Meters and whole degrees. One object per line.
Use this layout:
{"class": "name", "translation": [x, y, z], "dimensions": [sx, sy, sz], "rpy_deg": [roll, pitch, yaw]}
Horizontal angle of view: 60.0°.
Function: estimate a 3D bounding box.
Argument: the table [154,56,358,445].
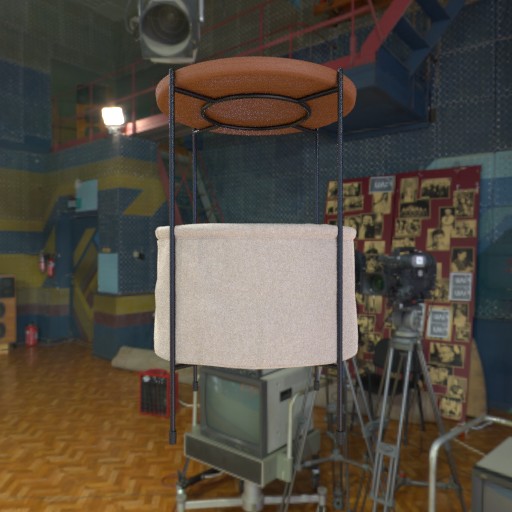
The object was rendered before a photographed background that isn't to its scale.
{"class": "table", "translation": [0.000, 0.000, 0.878], "dimensions": [0.393, 0.623, 0.393], "rpy_deg": [0, 1, 0]}
